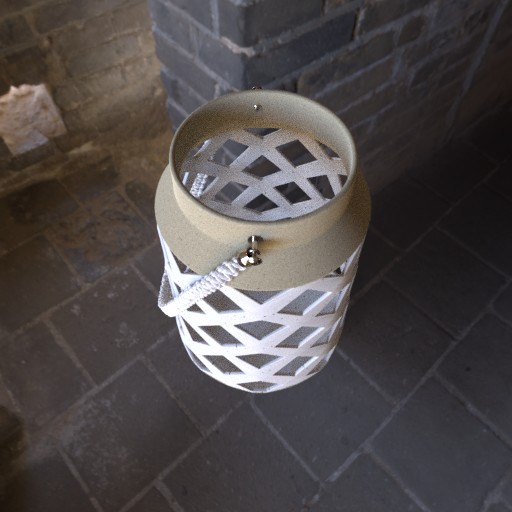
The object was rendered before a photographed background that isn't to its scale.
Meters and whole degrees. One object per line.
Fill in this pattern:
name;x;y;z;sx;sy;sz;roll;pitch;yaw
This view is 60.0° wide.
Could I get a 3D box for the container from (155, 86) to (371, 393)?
container;0.000;0.000;0.404;0.198;0.264;0.188;1;58;0
